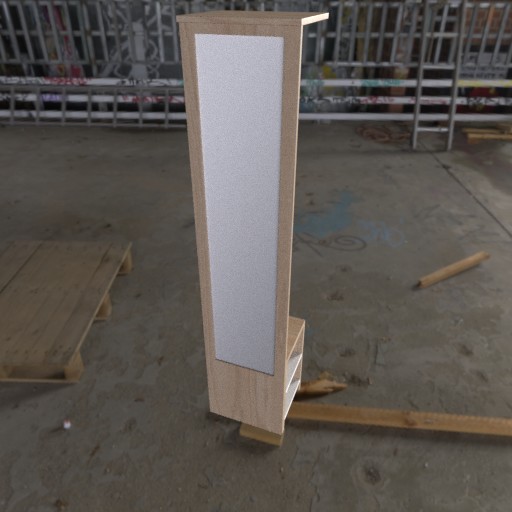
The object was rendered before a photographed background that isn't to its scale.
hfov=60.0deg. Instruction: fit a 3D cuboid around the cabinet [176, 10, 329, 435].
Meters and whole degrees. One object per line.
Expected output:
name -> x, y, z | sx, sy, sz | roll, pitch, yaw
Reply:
cabinet -> 0.000, 0.000, 1.958 | 0.411, 1.879, 0.338 | 11, 33, 18
